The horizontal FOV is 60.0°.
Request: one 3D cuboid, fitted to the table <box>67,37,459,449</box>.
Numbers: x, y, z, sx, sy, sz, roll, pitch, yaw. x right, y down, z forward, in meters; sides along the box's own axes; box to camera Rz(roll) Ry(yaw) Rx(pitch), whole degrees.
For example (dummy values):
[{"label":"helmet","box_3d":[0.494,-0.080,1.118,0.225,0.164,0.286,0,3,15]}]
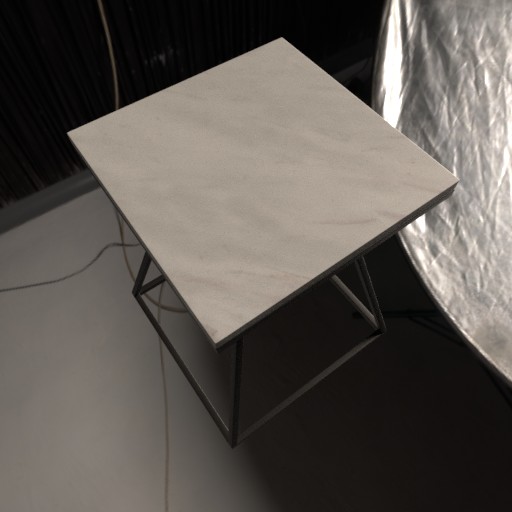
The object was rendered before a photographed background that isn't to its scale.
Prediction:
[{"label":"table","box_3d":[0.000,0.000,0.875,0.455,0.559,0.455,-32,64,-18]}]
